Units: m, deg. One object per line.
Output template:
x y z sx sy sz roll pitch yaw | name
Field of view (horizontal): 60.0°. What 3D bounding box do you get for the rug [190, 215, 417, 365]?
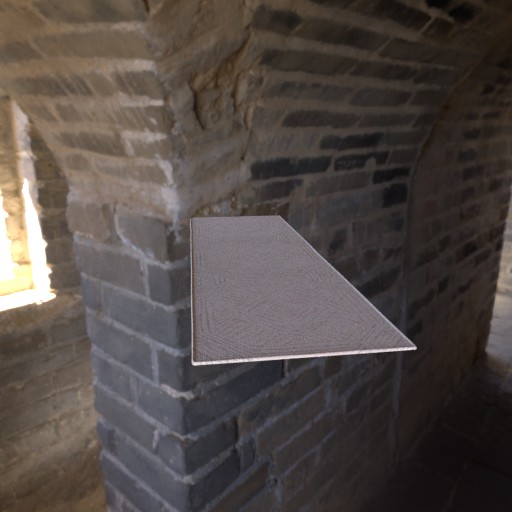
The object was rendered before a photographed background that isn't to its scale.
0.000 0.000 2.640 0.775 0.012 2.452 -2 16 -8 | rug
